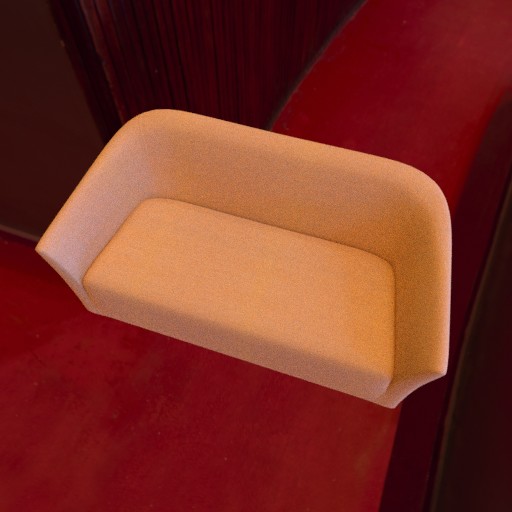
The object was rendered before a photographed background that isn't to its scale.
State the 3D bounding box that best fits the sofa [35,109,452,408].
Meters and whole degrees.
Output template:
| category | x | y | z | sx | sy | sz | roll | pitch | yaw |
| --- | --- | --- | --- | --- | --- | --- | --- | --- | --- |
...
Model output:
| category | x | y | z | sx | sy | sz | roll | pitch | yaw |
| --- | --- | --- | --- | --- | --- | --- | --- | --- | --- |
| sofa | 0.000 | 0.000 | 1.820 | 1.452 | 0.721 | 0.705 | 16 | 61 | 9 |
